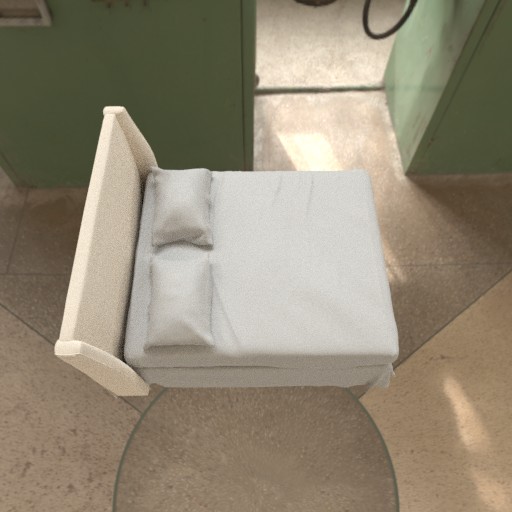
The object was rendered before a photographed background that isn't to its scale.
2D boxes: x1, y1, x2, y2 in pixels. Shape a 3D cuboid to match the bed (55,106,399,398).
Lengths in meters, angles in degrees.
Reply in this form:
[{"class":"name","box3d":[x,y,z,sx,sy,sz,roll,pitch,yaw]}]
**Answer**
[{"class":"bed","box3d":[0.000,0.000,3.459,2.276,1.332,1.925,-1,62,0]}]
